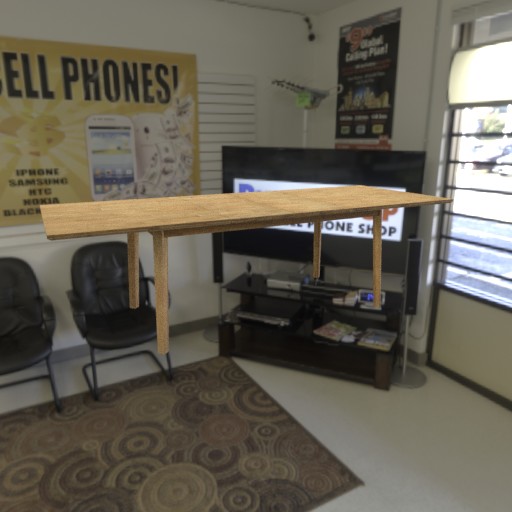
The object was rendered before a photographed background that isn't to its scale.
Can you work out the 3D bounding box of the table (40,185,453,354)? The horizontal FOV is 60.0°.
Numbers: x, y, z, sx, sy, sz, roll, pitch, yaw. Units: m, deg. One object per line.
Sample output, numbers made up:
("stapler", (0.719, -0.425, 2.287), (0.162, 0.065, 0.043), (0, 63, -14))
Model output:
("table", (0.000, 0.000, 3.078), (2.603, 0.752, 1.000), (-8, 17, -26))
